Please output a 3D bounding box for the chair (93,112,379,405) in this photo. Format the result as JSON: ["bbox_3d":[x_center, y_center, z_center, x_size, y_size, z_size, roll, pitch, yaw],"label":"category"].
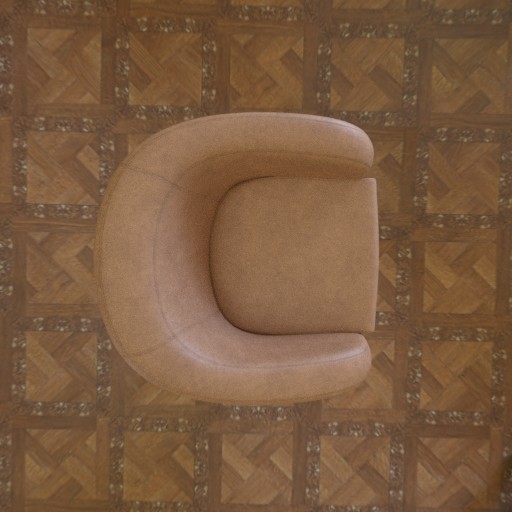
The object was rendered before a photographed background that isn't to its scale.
[{"bbox_3d":[0.000,0.000,1.470,0.815,0.771,0.791,0,92,0],"label":"chair"}]
